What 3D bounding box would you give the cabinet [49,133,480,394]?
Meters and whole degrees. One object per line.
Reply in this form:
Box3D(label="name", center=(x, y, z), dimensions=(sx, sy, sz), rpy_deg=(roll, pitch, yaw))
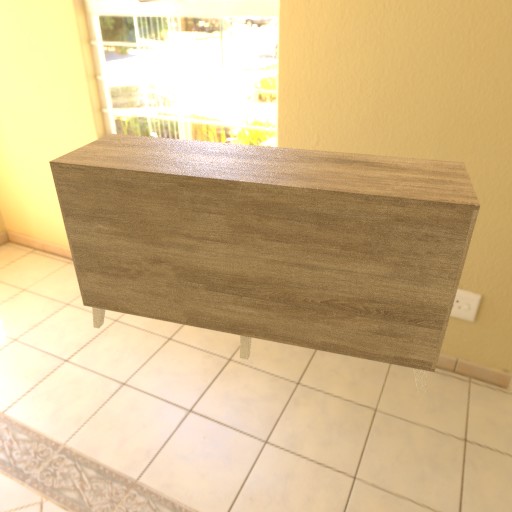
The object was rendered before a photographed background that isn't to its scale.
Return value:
Box3D(label="cabinet", center=(0.000, 0.000, 1.993), dimensions=(1.600, 0.870, 0.450), rpy_deg=(8, 31, 14))
